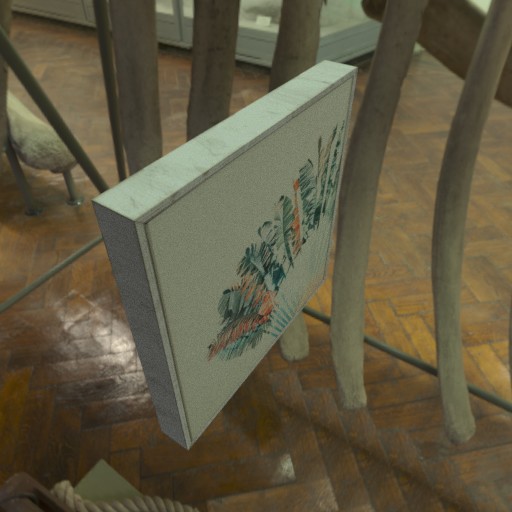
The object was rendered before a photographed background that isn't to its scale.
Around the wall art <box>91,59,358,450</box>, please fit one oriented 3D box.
[{"bbox_3d":[0.000,0.000,0.462,0.038,0.303,0.305,25,48,25],"label":"wall art"}]
